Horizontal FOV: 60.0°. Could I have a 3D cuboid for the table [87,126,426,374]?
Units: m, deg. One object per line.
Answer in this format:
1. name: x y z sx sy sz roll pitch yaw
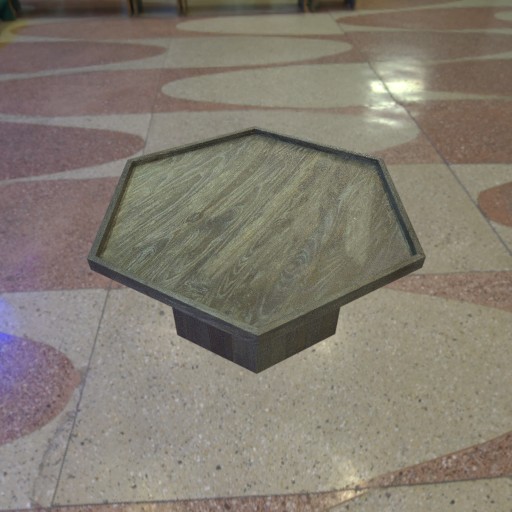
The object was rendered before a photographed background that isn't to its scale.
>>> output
1. table: 0.000 0.000 1.632 0.966 0.488 1.115 0 42 0
